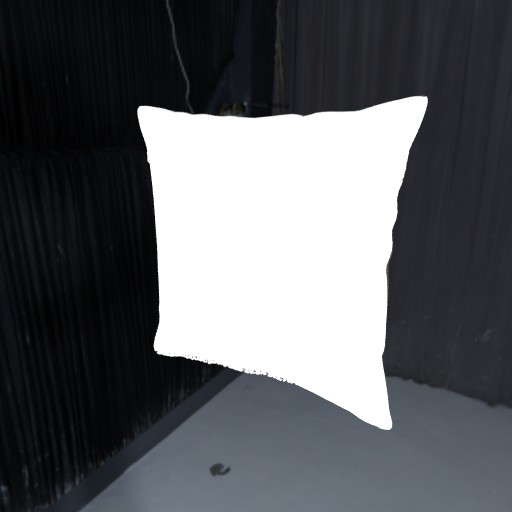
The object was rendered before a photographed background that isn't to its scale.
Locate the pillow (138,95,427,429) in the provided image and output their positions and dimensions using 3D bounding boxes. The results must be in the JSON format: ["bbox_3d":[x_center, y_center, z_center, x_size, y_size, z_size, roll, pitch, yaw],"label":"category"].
[{"bbox_3d":[0.000,0.000,0.710,0.475,0.473,0.178,9,19,29],"label":"pillow"}]
